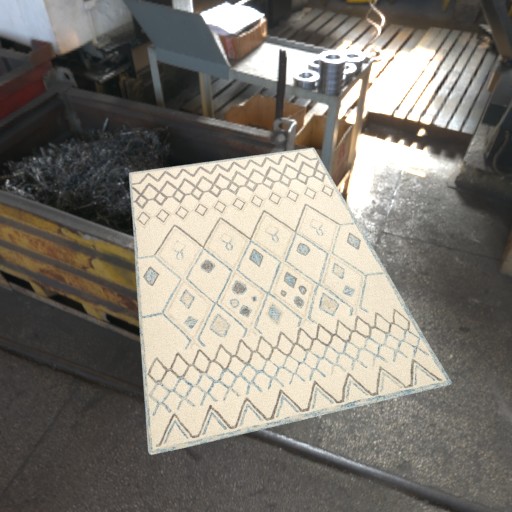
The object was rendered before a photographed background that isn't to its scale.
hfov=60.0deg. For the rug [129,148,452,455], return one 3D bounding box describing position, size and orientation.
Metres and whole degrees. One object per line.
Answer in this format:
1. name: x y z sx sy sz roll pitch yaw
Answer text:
1. rug: 0.000 0.000 2.366 1.260 0.009 1.820 -10 47 -9
